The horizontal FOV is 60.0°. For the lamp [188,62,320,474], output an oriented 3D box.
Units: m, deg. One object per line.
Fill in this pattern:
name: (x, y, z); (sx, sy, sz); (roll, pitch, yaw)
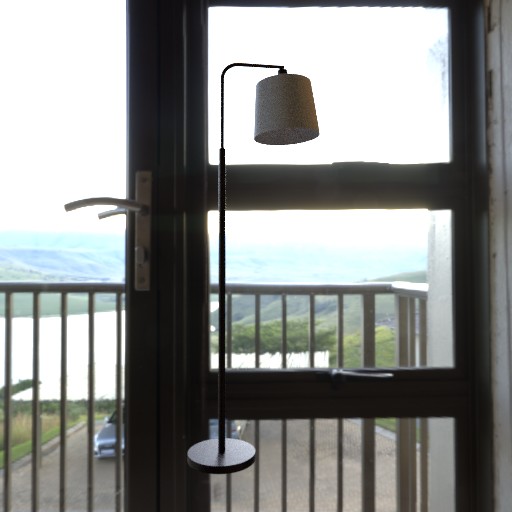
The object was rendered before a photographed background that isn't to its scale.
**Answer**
lamp: (0.000, 0.000, 1.668); (0.508, 1.478, 0.254); (0, -1, -18)
